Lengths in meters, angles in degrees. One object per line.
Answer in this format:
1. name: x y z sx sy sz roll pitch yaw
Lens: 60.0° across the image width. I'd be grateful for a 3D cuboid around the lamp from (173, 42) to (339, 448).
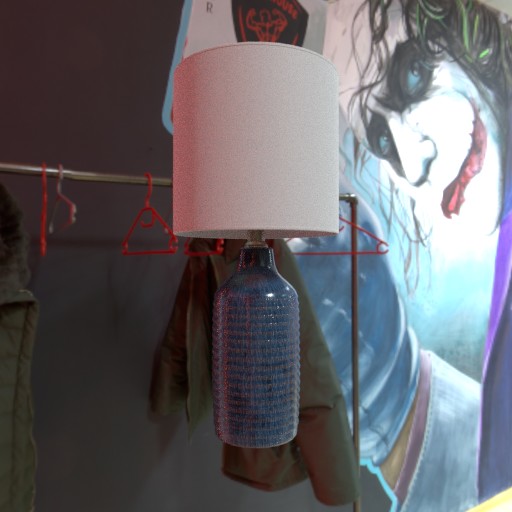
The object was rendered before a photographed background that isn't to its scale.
1. lamp: 0.000 0.000 0.601 0.220 0.475 0.220 0 0 1
